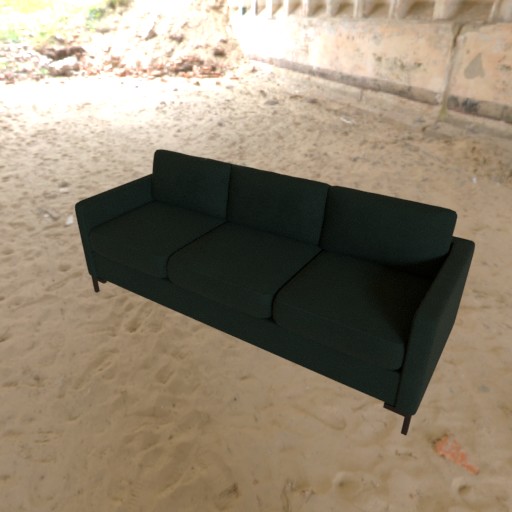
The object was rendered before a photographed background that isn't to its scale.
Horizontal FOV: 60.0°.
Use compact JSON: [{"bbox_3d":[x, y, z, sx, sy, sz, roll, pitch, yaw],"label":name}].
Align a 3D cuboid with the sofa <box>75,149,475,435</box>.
[{"bbox_3d":[0.000,0.000,2.651,2.218,0.870,0.859,18,34,29],"label":"sofa"}]
